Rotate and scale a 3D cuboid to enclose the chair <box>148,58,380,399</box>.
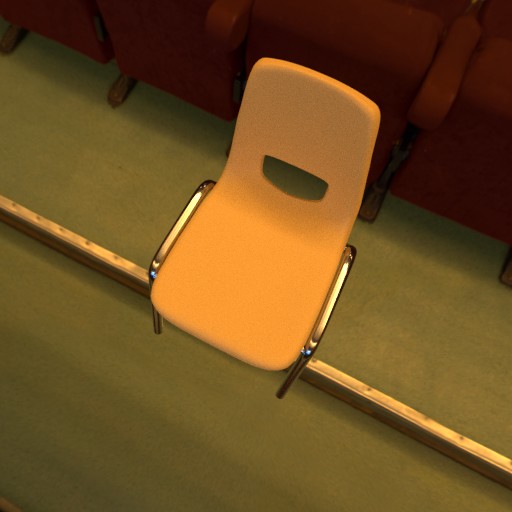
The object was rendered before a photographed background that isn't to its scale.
[{"bbox_3d":[0.000,0.000,0.839,0.354,0.586,0.423,26,75,7],"label":"chair"}]
